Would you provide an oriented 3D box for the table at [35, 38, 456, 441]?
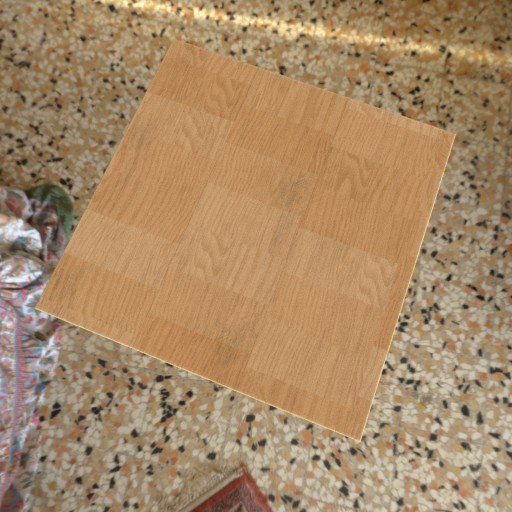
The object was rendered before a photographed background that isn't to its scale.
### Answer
[{"bbox_3d":[0.000,0.000,1.377,0.747,0.738,0.747,21,77,5],"label":"table"}]
